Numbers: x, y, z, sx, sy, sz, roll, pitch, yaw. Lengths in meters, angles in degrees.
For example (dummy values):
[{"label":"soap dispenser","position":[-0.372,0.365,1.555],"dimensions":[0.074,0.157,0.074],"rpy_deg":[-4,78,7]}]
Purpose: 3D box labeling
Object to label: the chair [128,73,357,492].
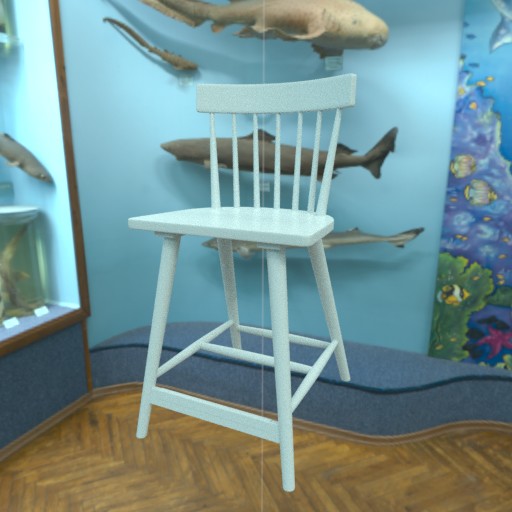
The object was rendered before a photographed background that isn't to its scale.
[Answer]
[{"label":"chair","position":[0.000,0.000,1.249],"dimensions":[0.483,0.952,0.572],"rpy_deg":[7,16,25]}]
